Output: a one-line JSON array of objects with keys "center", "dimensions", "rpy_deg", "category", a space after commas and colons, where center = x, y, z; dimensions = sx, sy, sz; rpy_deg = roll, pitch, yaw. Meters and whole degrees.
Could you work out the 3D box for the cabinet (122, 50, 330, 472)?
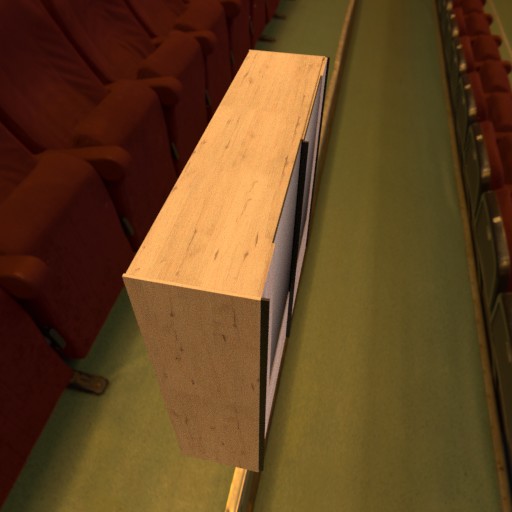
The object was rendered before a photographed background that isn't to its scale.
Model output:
[{"center": [0.000, 0.000, 3.533], "dimensions": [0.660, 2.180, 2.500], "rpy_deg": [9, 47, 8], "category": "cabinet"}]
